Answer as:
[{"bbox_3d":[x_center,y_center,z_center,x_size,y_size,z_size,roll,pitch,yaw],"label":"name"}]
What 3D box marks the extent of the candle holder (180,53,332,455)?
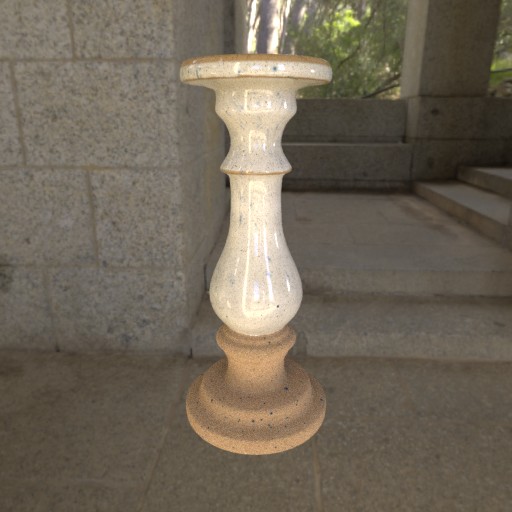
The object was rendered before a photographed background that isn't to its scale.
[{"bbox_3d":[0.000,0.000,0.253,0.088,0.203,0.088,0,18,0],"label":"candle holder"}]
